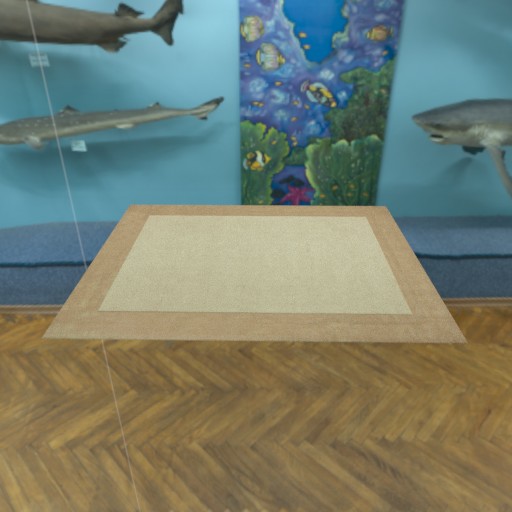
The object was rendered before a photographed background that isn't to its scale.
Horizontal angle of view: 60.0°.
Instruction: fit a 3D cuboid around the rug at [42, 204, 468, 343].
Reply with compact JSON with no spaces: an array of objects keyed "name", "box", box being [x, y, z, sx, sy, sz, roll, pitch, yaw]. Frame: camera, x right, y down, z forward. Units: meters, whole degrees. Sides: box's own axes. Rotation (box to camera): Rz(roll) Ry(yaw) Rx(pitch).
[{"name":"rug","box":[0.000,0.000,4.225,3.048,0.014,2.438,0,30,1]}]
